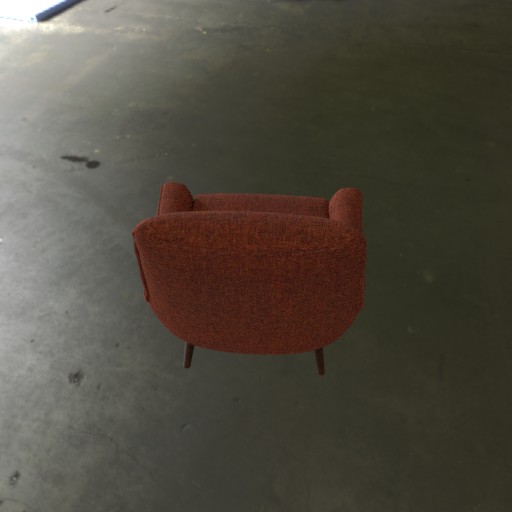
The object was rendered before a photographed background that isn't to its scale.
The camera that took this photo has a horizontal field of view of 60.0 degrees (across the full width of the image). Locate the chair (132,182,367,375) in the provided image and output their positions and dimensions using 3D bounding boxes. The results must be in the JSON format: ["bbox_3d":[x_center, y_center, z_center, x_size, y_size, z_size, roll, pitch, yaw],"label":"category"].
[{"bbox_3d":[0.000,0.000,1.540,0.803,0.911,0.784,2,47,2],"label":"chair"}]
